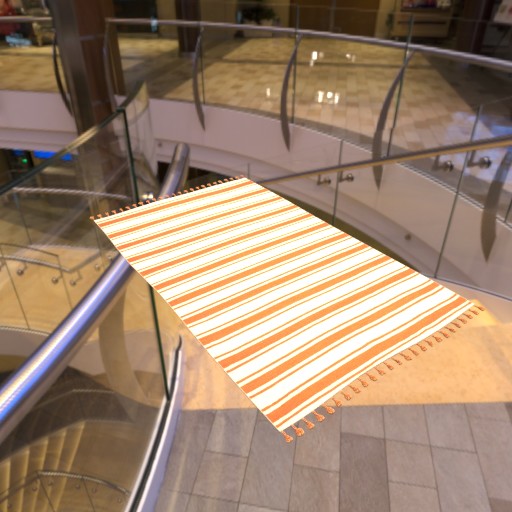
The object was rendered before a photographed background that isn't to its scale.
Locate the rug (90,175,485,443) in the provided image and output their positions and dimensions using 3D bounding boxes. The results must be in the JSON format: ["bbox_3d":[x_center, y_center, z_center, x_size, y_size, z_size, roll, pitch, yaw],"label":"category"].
[{"bbox_3d":[0.000,0.000,2.533,1.232,0.017,2.092,-21,38,-30],"label":"rug"}]
